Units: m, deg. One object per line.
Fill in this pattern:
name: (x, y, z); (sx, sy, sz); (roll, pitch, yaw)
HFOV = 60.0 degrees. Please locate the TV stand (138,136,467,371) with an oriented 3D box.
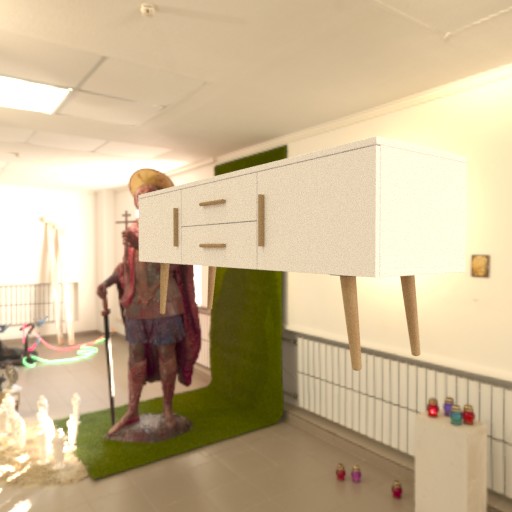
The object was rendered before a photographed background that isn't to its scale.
TV stand: (0.000, 0.000, 1.659); (0.401, 0.560, 1.398); (-1, 1, -36)
